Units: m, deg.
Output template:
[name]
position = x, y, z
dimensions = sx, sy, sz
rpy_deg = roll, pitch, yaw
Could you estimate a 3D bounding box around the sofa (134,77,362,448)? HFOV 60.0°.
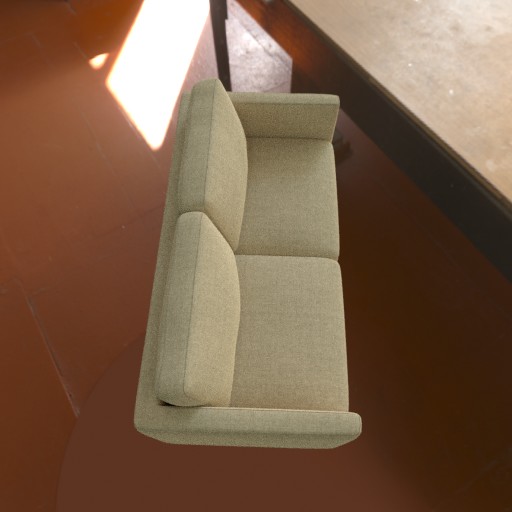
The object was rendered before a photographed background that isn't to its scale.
[sofa]
position = 0.000, 0.000, 2.417
dimensions = 0.950, 0.963, 1.884
rpy_deg = 2, 63, 1
